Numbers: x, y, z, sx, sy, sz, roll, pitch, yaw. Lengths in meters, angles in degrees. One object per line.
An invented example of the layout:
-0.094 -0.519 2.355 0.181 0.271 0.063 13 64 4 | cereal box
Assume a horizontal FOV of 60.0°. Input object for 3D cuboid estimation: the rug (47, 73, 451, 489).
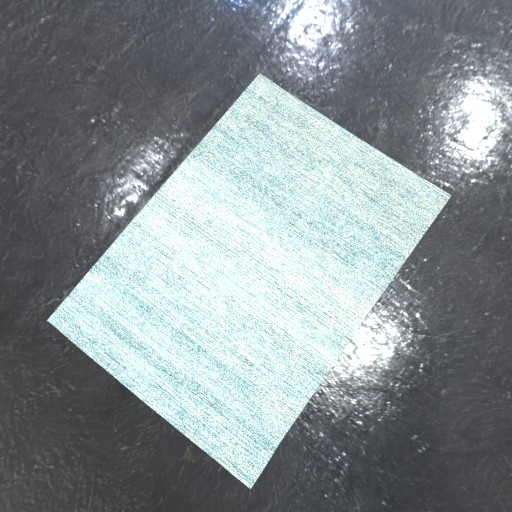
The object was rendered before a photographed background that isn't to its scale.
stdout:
0.000 0.000 2.886 1.611 0.026 2.260 36 78 9 | rug
